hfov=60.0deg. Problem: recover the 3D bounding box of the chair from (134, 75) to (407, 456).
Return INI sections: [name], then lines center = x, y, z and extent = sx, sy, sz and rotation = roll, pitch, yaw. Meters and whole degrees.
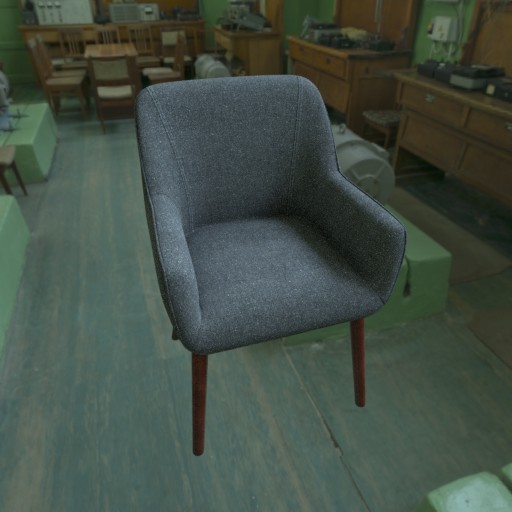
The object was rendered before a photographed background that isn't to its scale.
[chair]
center = 0.000, 0.000, 1.164
extent = 0.543, 0.803, 0.519
rotation = -10, 34, -16
